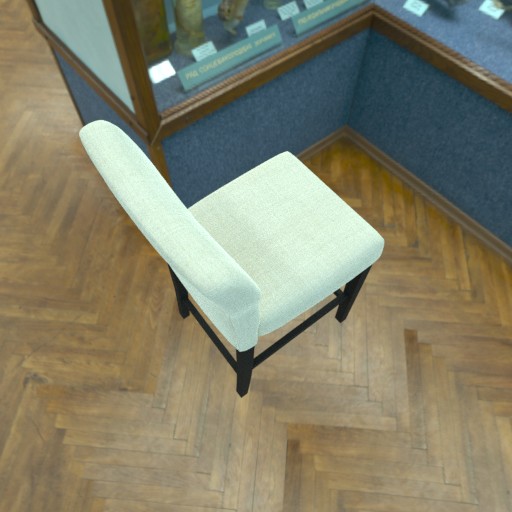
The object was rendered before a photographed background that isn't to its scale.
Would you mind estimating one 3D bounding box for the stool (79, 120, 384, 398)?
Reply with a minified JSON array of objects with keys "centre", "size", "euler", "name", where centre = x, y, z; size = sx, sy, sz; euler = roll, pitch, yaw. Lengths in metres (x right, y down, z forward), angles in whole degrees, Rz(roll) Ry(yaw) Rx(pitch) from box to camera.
[{"centre":[0.000,0.000,1.314],"size":[0.603,0.972,0.514],"euler":[-33,64,-18],"name":"stool"}]
